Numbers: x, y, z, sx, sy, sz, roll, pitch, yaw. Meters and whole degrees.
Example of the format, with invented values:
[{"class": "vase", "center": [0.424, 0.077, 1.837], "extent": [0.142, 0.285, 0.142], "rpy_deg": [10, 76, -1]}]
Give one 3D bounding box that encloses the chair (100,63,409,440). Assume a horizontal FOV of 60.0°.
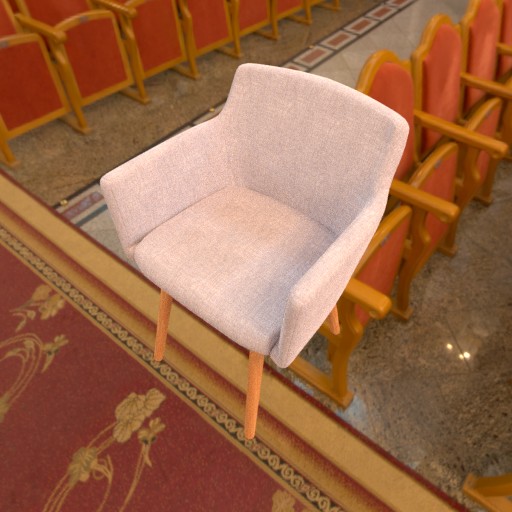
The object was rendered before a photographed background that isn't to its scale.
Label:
[{"class": "chair", "center": [0.000, 0.000, 1.167], "extent": [0.570, 0.780, 0.540], "rpy_deg": [31, 54, 26]}]
